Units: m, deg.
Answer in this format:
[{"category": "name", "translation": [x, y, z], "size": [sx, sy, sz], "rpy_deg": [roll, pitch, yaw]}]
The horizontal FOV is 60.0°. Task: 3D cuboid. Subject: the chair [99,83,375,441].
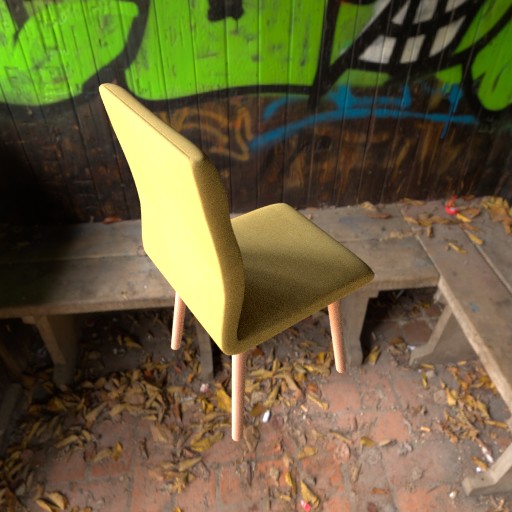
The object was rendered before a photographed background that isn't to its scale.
[{"category": "chair", "translation": [0.000, 0.000, 1.274], "size": [0.550, 0.965, 0.450], "rpy_deg": [-24, 46, -25]}]
